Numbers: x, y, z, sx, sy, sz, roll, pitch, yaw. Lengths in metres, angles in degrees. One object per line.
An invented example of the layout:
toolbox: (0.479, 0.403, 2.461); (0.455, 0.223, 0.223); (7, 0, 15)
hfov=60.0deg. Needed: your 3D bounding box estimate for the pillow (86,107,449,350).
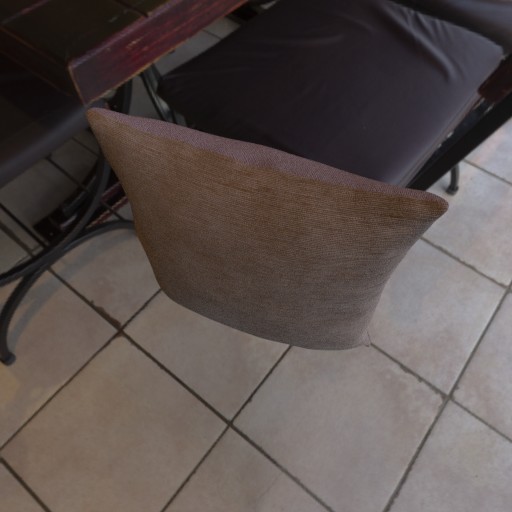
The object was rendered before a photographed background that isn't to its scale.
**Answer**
pillow: (0.000, 0.000, 0.696); (0.452, 0.439, 0.204); (17, 60, 10)
